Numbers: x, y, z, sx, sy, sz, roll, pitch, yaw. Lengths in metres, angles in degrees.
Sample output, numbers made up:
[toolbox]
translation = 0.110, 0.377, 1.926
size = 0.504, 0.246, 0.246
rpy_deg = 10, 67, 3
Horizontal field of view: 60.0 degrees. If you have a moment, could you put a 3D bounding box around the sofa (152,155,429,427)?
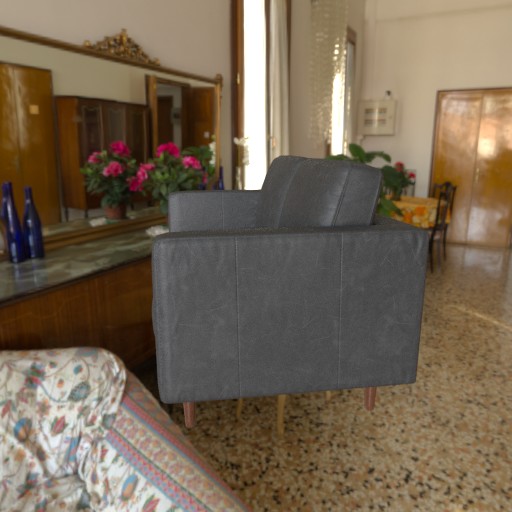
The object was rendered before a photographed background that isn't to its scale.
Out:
[sofa]
translation = 0.000, 0.000, 2.052
size = 0.879, 0.899, 1.430
rpy_deg = -2, 14, -9
